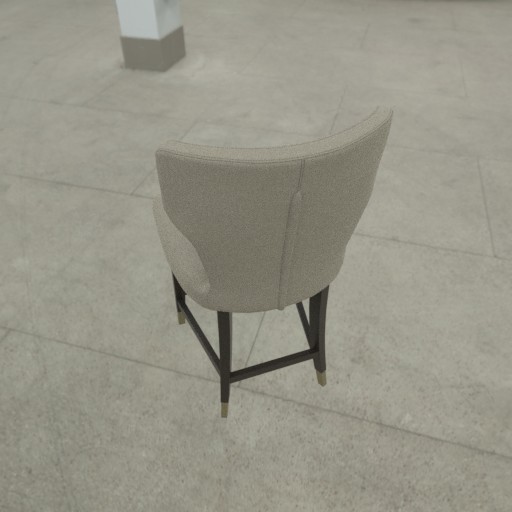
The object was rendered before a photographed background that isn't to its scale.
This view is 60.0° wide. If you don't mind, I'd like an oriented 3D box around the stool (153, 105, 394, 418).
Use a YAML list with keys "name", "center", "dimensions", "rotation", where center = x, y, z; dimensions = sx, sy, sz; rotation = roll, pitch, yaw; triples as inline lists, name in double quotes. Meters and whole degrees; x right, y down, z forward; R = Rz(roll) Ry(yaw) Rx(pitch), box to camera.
- name: "stool"
  center: [0.000, 0.000, 1.337]
  dimensions: [0.527, 0.982, 0.563]
  rotation: [-13, 43, -14]
